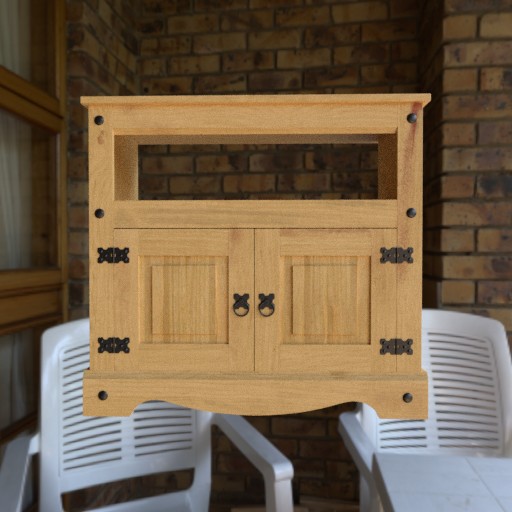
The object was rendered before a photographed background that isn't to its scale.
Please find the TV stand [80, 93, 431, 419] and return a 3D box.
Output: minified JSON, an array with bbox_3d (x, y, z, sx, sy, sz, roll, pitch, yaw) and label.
[{"bbox_3d":[0.000,0.000,1.291,0.851,0.787,0.430,0,1,1],"label":"TV stand"}]
